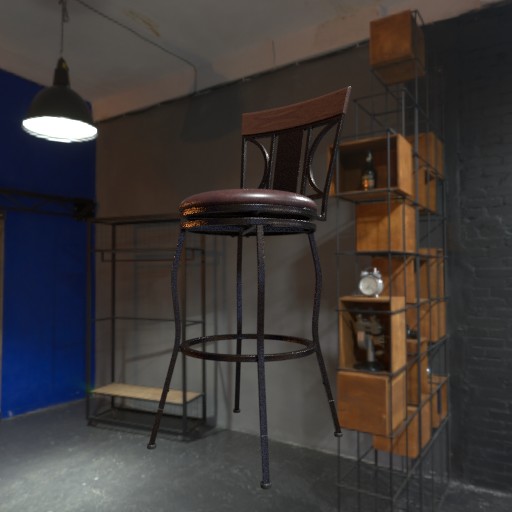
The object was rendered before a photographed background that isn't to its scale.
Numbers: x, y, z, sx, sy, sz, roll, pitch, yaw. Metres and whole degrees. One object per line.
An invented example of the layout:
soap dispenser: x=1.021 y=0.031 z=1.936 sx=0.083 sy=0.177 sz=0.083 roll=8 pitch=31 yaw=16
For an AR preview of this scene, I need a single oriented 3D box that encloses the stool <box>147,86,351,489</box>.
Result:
stool: x=0.000 y=0.000 z=1.398 sx=0.448 sy=1.130 sz=0.513 roll=-1 pitch=-2 yaw=36
